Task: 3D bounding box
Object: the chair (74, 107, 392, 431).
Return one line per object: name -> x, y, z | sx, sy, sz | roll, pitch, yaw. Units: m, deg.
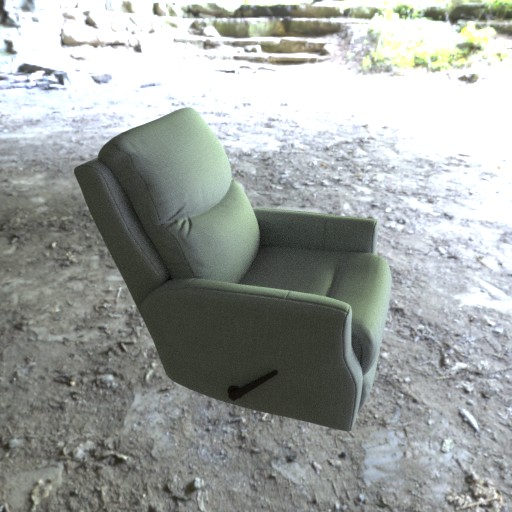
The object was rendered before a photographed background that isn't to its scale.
chair -> 0.000, 0.000, 1.797 | 1.080, 1.030, 0.829 | 11, 32, 18
